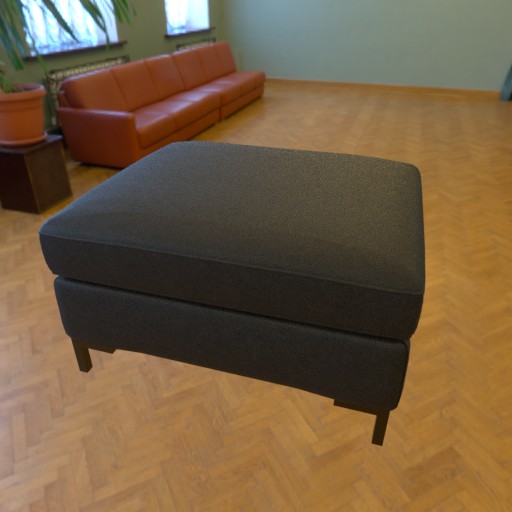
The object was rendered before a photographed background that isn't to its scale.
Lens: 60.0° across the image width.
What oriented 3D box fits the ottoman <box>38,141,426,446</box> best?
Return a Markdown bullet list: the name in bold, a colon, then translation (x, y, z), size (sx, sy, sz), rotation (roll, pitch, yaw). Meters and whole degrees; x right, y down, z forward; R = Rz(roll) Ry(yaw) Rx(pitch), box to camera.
- **ottoman**: translation (0.000, 0.000, 1.773), size (1.187, 0.696, 0.967), rotation (9, 32, 15)
